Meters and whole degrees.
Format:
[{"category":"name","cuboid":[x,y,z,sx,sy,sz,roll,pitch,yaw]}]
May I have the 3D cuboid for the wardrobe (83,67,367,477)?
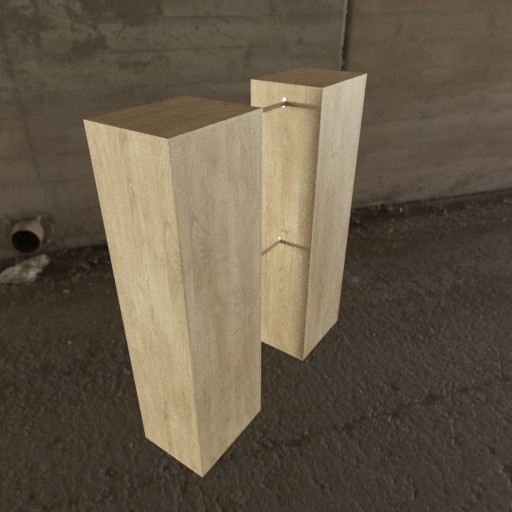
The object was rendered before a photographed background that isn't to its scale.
[{"category":"wardrobe","cuboid":[0.000,0.000,2.827,0.480,2.000,1.770,20,36,30]}]
